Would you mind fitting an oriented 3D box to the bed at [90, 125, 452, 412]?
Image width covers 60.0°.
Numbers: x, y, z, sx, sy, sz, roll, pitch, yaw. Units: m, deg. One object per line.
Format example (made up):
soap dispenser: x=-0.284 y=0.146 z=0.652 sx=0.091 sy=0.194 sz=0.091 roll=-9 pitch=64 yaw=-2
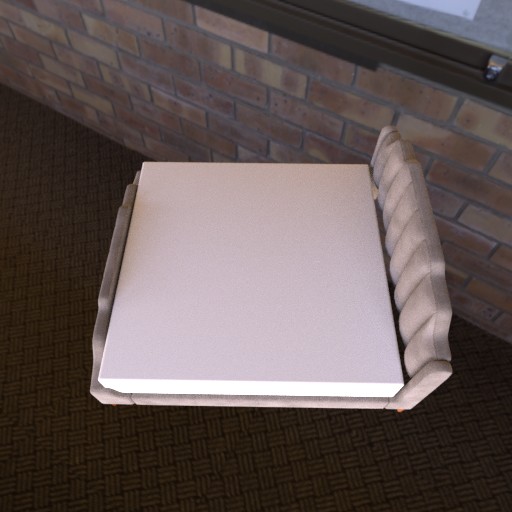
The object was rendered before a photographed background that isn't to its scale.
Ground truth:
bed: x=0.000 y=0.000 z=3.458 sx=2.340 sy=1.245 sz=2.074 roll=1 pitch=58 yaw=0
